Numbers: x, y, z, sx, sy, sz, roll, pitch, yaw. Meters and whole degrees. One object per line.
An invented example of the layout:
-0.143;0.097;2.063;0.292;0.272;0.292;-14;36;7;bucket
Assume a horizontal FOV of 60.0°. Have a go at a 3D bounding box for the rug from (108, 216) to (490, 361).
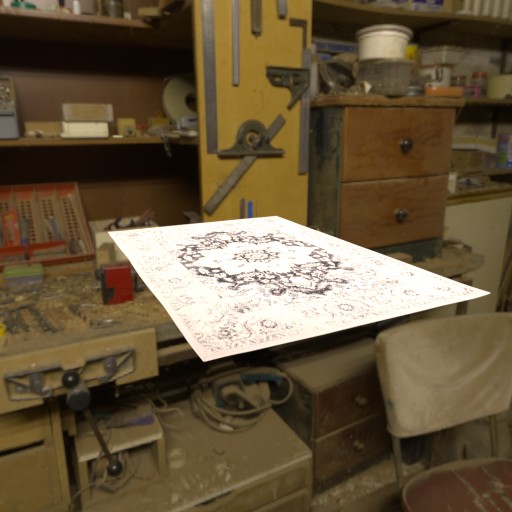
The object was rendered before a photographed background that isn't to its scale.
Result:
0.000;0.000;2.305;1.223;0.008;1.813;-8;18;-25;rug
